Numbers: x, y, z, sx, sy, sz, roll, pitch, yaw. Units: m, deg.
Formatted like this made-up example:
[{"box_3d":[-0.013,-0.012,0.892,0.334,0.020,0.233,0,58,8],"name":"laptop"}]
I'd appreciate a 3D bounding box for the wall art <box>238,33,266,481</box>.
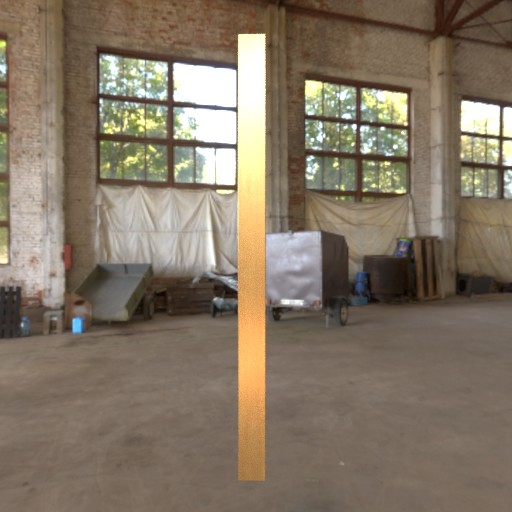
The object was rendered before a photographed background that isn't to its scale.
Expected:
[{"box_3d":[0.000,0.000,0.450,0.019,0.302,0.302,0,1,1],"name":"wall art"}]
